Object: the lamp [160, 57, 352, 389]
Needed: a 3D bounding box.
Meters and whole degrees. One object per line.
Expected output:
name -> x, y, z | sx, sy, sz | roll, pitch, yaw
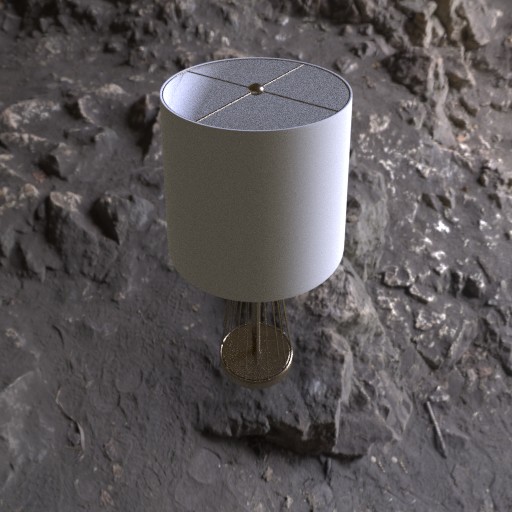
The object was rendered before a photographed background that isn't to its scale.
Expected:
lamp -> 0.000, 0.000, 0.802 | 0.303, 0.618, 0.303 | 0, 41, 0
